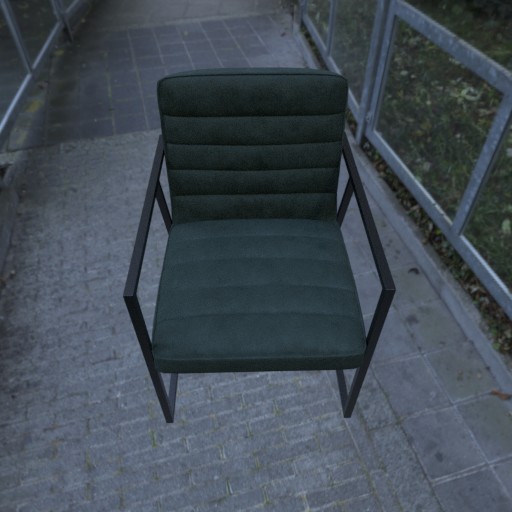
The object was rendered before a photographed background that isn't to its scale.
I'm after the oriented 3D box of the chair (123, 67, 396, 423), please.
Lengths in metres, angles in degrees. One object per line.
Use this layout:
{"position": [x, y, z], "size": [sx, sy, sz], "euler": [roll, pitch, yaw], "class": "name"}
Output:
{"position": [0.000, 0.000, 1.279], "size": [0.571, 0.833, 0.677], "euler": [-1, 46, -1], "class": "chair"}
